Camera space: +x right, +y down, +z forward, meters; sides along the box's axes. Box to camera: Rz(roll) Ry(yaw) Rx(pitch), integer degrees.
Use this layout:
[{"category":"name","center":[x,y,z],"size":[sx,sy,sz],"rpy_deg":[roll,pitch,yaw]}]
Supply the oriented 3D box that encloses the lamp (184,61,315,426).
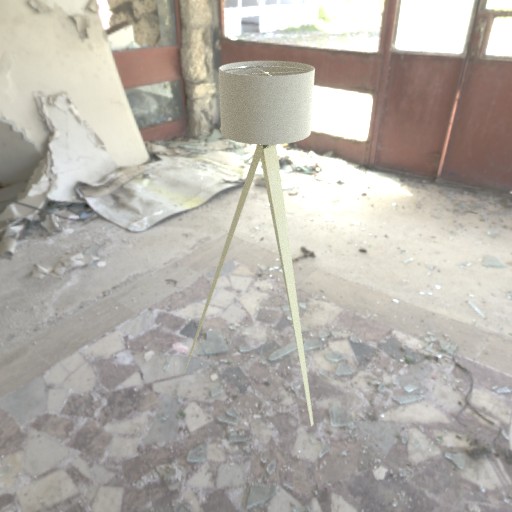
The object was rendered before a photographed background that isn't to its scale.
[{"category":"lamp","center":[0.000,0.000,1.953],"size":[0.716,1.524,0.724],"rpy_deg":[-9,33,-14]}]
